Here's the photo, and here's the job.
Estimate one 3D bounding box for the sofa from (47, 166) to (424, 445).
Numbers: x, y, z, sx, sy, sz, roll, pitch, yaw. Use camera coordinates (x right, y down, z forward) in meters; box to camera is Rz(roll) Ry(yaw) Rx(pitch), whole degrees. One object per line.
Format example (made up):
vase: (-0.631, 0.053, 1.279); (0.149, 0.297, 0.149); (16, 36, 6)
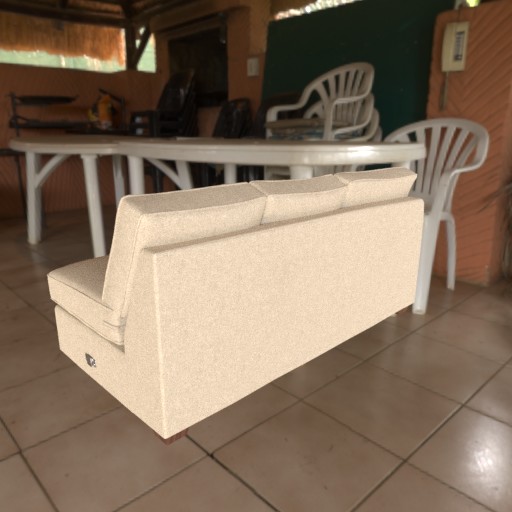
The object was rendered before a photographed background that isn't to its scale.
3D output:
sofa: (0.000, 0.000, 2.502); (1.962, 0.946, 1.034); (-15, 22, -42)
